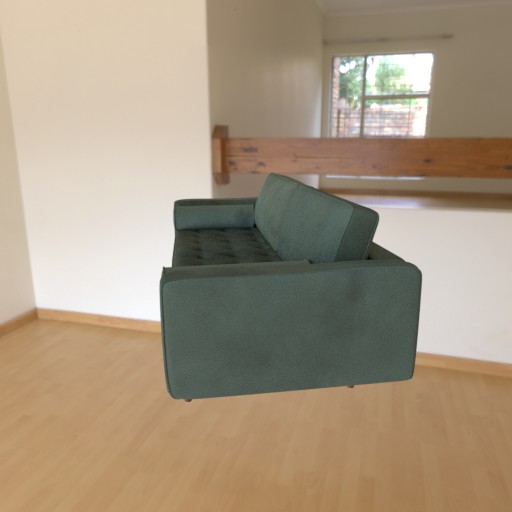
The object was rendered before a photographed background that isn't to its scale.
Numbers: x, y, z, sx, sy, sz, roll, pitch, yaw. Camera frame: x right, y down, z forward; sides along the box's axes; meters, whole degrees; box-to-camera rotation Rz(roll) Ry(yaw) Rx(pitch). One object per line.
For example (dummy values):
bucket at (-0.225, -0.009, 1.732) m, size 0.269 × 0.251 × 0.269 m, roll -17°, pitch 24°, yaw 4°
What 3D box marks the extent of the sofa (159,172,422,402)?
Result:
sofa at (0.000, 0.000, 2.398) m, size 0.916 × 0.772 × 1.880 m, roll -2°, pitch 15°, yaw -8°
